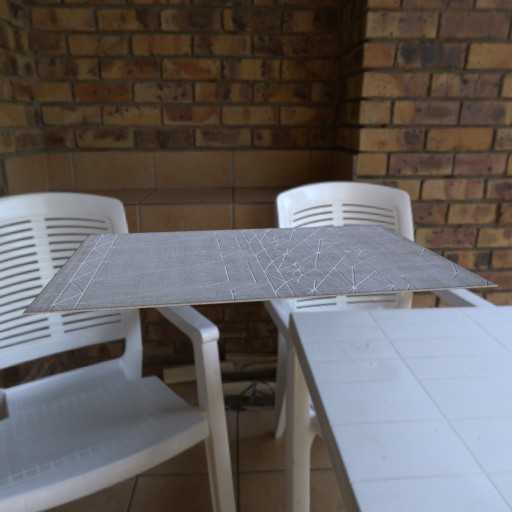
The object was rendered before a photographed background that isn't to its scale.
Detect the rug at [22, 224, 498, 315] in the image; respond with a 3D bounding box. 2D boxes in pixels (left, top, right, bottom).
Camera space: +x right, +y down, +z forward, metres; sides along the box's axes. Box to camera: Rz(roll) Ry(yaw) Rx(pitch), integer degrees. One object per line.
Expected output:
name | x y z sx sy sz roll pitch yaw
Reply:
rug | 0.000 0.000 2.963 2.438 0.012 1.524 -3 17 -8
